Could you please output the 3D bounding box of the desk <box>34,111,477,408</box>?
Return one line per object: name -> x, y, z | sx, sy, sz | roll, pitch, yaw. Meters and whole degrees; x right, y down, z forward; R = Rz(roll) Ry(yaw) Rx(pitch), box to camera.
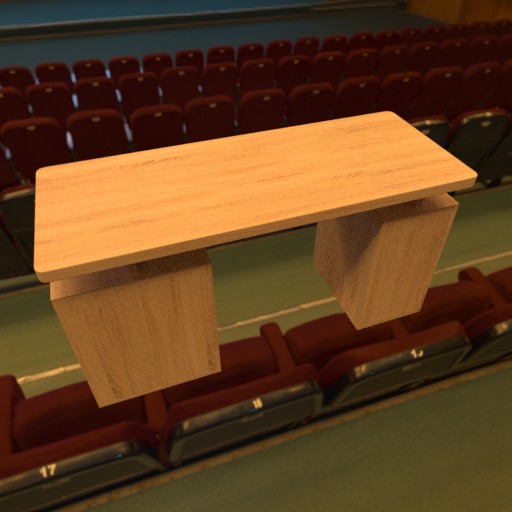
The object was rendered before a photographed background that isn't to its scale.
desk -> 0.000, 0.000, 1.750 | 1.400, 0.760, 0.550 | -13, 44, -15
